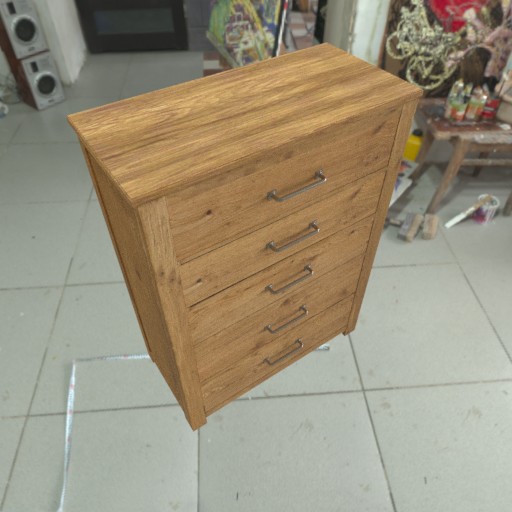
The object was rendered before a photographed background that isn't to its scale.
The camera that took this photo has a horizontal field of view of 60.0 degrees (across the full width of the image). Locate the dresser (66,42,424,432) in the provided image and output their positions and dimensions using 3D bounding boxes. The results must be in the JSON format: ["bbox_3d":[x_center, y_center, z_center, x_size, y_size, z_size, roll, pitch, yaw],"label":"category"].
[{"bbox_3d":[0.000,0.000,1.967,1.081,1.431,0.558,-26,51,-23],"label":"dresser"}]
